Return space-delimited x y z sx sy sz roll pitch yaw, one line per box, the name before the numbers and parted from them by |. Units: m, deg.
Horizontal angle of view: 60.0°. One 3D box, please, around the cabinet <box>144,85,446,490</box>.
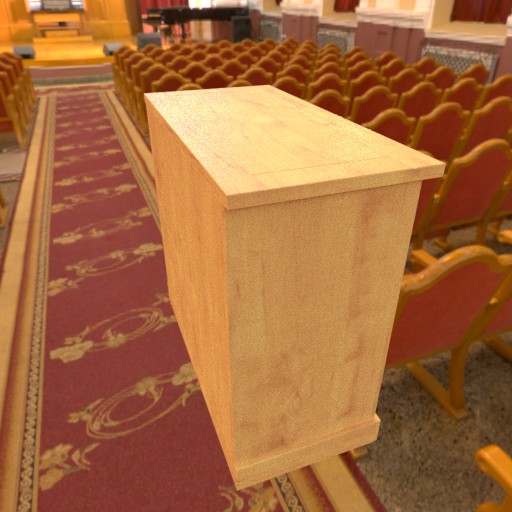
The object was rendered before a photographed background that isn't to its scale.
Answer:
cabinet | 0.000 0.000 1.387 0.450 0.840 0.920 -11 32 -18
